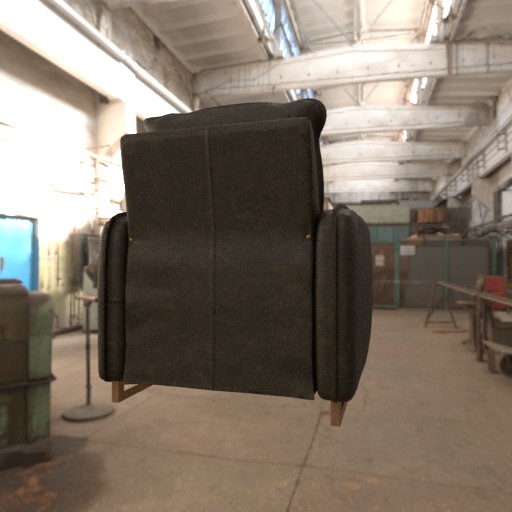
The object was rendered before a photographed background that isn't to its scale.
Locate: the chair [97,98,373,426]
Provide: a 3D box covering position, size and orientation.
[{"bbox_3d":[0.000,0.000,1.662,0.830,0.921,0.921,0,-1,17],"label":"chair"}]
